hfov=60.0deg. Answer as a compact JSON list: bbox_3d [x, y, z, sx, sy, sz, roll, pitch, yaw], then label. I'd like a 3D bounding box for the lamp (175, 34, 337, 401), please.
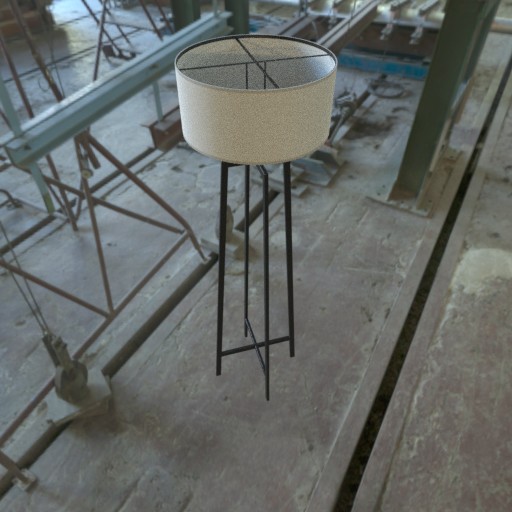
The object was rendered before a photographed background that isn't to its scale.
[{"bbox_3d":[0.000,0.000,1.763,0.457,1.510,0.456,-11,43,-12],"label":"lamp"}]
